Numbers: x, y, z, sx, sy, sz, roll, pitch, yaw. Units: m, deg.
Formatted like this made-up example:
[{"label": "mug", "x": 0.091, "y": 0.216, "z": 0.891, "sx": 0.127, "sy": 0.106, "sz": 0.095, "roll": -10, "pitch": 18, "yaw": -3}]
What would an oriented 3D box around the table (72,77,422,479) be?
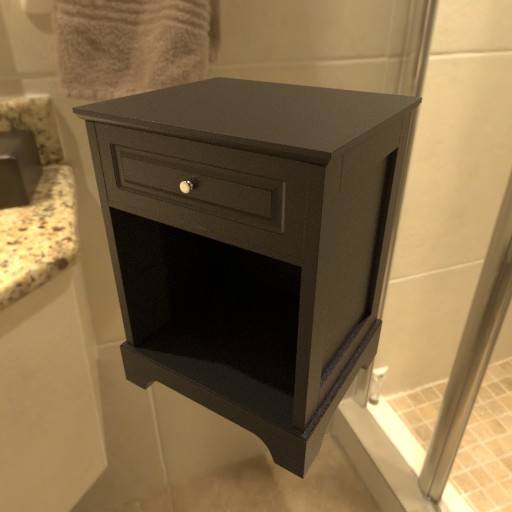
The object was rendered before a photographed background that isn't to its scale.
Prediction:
[{"label": "table", "x": 0.000, "y": 0.000, "z": 0.913, "sx": 0.460, "sy": 0.610, "sz": 0.399, "roll": 18, "pitch": 34, "yaw": 28}]
